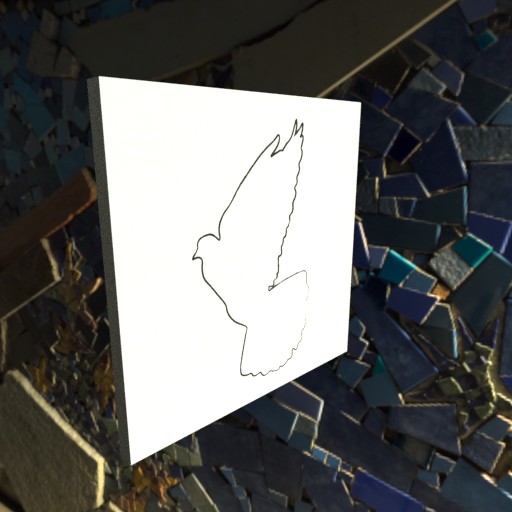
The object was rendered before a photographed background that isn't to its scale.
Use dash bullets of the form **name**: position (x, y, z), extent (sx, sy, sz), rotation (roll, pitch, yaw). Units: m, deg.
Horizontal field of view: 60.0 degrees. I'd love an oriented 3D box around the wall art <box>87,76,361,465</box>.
- **wall art**: position (0.000, 0.000, 0.882), extent (0.610, 0.610, 0.038), rotation (-13, 20, -41)
